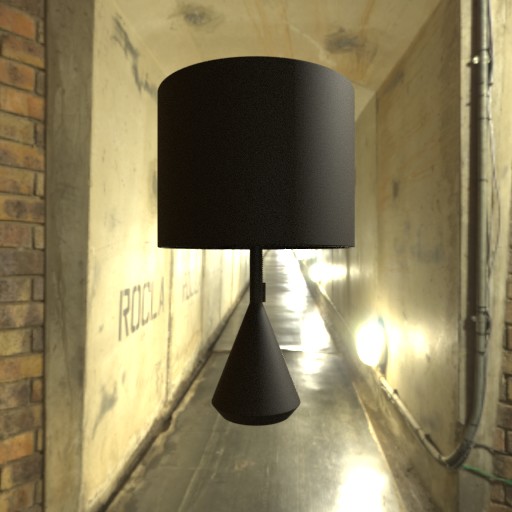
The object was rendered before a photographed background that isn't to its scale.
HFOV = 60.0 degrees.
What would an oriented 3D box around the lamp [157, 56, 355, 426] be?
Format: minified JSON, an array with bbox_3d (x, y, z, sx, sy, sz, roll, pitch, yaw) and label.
[{"bbox_3d":[0.000,0.000,0.825,0.359,0.584,0.359,0,0,35],"label":"lamp"}]
